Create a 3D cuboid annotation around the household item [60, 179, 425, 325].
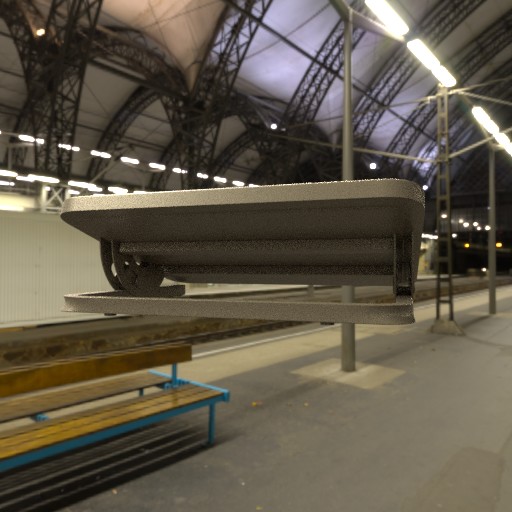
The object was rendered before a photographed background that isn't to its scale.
[{"bbox_3d":[0.000,0.000,0.560,0.390,0.126,0.301,0,-1,18],"label":"household item"}]
